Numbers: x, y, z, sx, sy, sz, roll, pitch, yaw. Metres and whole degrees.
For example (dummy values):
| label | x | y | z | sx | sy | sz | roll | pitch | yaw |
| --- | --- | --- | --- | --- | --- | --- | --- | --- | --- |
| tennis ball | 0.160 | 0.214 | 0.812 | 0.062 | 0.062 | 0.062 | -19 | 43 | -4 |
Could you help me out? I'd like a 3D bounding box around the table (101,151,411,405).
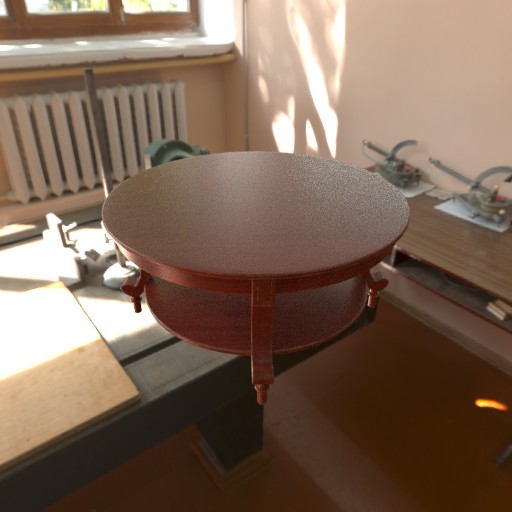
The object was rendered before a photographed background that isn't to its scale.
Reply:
| label | x | y | z | sx | sy | sz | roll | pitch | yaw |
| --- | --- | --- | --- | --- | --- | --- | --- | --- | --- |
| table | 0.000 | 0.000 | 1.652 | 1.029 | 0.486 | 1.029 | 0 | 30 | 0 |
